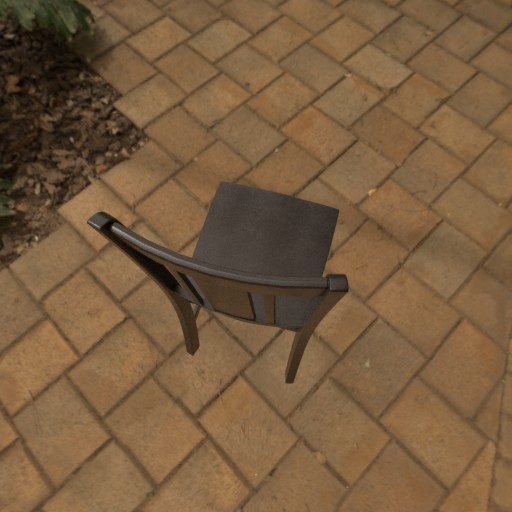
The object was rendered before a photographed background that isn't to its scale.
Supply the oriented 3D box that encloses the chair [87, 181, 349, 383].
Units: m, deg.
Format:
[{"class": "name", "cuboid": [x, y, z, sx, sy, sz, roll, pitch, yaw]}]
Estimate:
[{"class": "chair", "cuboid": [0.000, 0.000, 1.275, 0.450, 0.998, 0.555, 15, 65, 7]}]
